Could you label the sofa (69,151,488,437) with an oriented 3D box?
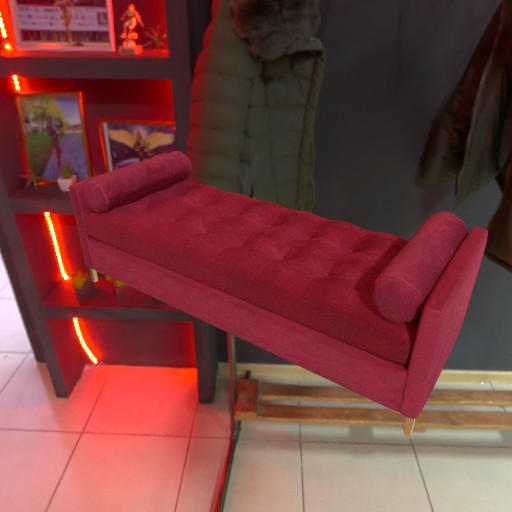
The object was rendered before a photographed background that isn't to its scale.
[{"bbox_3d":[0.000,0.000,2.420,2.102,0.705,0.796,19,35,30],"label":"sofa"}]
